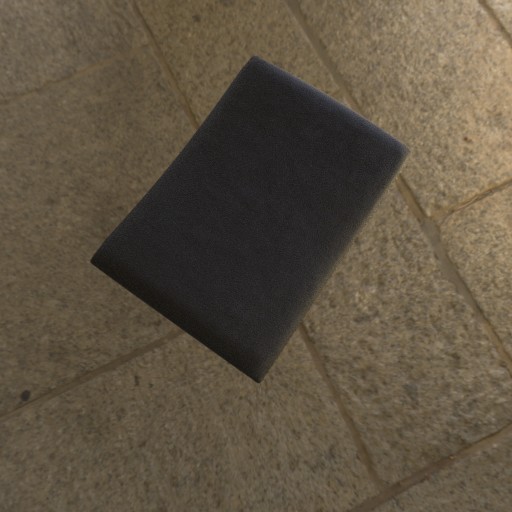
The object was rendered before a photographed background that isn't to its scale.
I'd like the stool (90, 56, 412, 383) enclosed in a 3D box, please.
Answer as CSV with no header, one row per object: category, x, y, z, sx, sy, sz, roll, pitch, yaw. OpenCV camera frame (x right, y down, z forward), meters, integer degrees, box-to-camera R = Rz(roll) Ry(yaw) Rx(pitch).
stool,0.000,0.000,1.046,0.361,0.765,0.500,34,79,7
